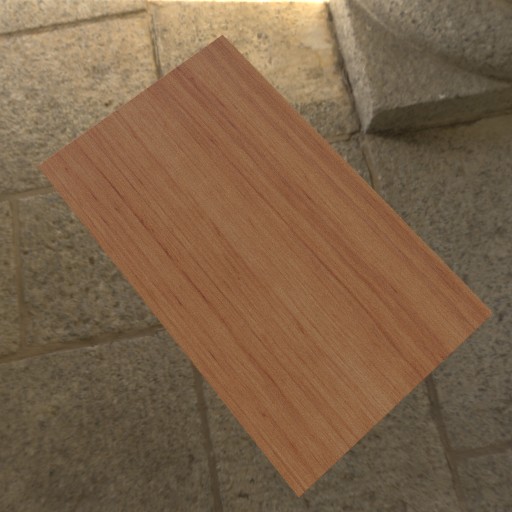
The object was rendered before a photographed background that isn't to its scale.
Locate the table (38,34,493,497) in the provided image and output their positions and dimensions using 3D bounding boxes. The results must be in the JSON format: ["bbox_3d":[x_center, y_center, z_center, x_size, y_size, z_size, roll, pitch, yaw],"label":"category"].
[{"bbox_3d":[0.000,0.000,1.457,0.695,0.457,1.146,-39,79,-9],"label":"table"}]
